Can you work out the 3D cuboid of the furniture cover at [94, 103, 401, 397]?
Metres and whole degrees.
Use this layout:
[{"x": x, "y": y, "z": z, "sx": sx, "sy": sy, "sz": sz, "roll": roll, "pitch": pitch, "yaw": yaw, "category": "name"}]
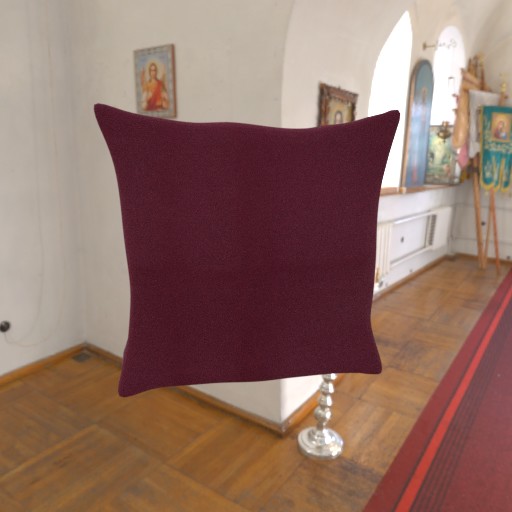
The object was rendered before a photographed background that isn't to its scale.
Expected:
[{"x": 0.000, "y": 0.000, "z": 0.796, "sx": 0.514, "sy": 0.513, "sz": 0.163, "roll": -2, "pitch": 14, "yaw": -10, "category": "furniture cover"}]
